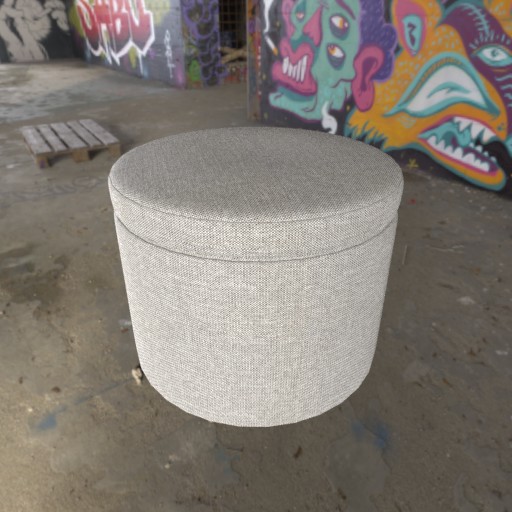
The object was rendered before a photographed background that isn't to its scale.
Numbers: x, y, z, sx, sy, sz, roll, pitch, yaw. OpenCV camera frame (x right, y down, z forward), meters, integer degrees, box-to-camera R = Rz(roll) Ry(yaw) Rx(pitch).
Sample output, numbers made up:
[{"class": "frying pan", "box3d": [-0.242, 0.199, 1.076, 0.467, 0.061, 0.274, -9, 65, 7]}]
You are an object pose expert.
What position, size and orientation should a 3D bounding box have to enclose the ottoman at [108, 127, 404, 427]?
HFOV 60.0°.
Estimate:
[{"class": "ottoman", "box3d": [0.000, 0.000, 0.866, 0.500, 0.419, 0.500, 0, 29, 0]}]
